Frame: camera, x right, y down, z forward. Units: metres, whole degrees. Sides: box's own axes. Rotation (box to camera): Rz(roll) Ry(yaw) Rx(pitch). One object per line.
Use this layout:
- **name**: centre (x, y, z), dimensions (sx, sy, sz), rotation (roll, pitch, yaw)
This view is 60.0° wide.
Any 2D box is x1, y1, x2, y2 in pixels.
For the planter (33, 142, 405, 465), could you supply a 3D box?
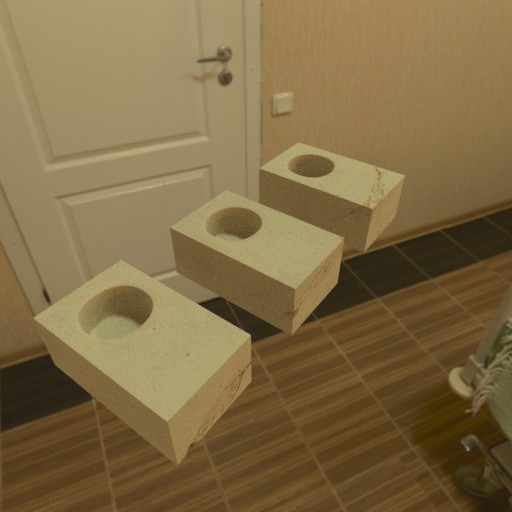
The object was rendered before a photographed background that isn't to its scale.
- **planter**: centre (0.000, 0.000, 0.388), dimensions (0.127, 0.051, 0.333), rotation (25, 46, 27)
